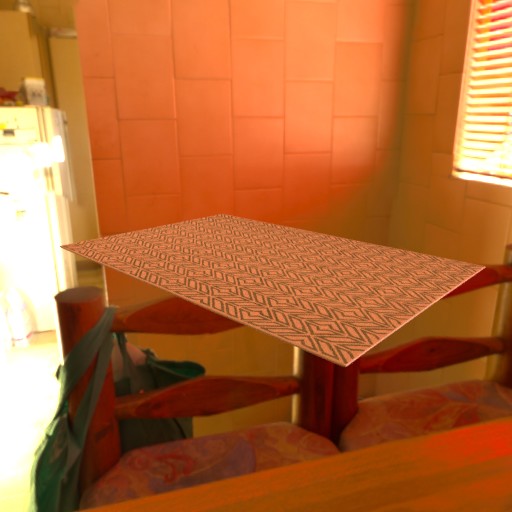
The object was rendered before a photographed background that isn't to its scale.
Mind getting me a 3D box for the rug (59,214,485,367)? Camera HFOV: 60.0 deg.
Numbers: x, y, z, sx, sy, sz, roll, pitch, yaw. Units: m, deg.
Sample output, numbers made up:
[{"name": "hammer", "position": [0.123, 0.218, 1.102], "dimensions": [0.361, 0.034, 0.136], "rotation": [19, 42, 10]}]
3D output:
[{"name": "rug", "position": [0.000, 0.000, 2.265], "dimensions": [1.828, 0.007, 1.220], "rotation": [15, 23, 41]}]
